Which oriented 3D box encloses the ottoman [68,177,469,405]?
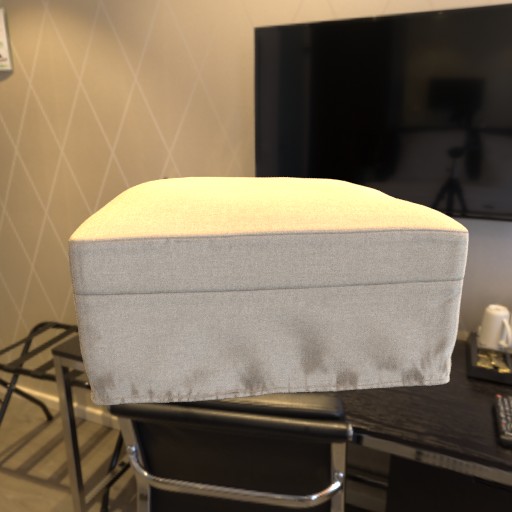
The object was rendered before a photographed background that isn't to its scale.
[{"bbox_3d":[0.000,0.000,1.312,0.840,0.436,0.843,-2,16,-6],"label":"ottoman"}]
